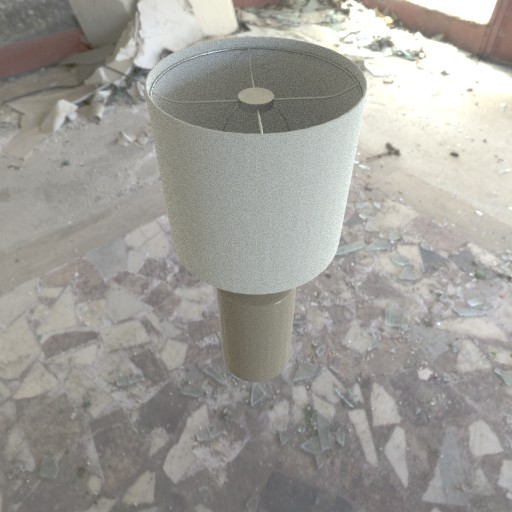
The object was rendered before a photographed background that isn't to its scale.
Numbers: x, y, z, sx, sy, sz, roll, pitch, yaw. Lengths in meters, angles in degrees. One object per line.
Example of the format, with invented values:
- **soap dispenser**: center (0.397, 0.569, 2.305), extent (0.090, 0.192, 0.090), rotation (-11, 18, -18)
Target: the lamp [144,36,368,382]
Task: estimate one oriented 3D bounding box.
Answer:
- **lamp**: center (0.000, 0.000, 0.602), extent (0.212, 0.493, 0.212), rotation (-3, 46, -3)
